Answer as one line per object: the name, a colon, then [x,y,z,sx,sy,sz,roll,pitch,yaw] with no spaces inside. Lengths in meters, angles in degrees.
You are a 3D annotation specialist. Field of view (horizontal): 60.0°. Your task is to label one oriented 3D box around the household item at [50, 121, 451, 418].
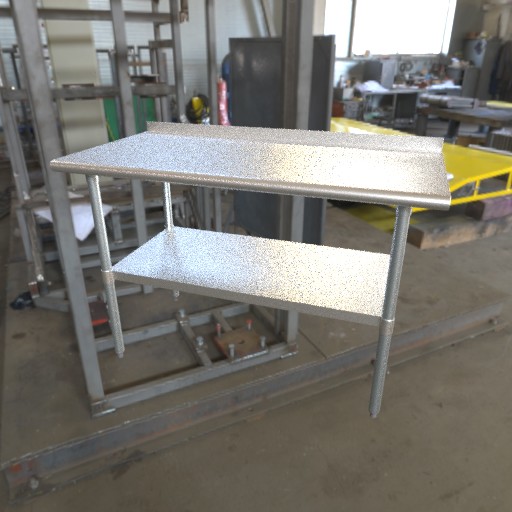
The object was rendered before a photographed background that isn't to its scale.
household item: [0.000,0.000,1.690,1.219,0.851,0.610,8,26,17]
